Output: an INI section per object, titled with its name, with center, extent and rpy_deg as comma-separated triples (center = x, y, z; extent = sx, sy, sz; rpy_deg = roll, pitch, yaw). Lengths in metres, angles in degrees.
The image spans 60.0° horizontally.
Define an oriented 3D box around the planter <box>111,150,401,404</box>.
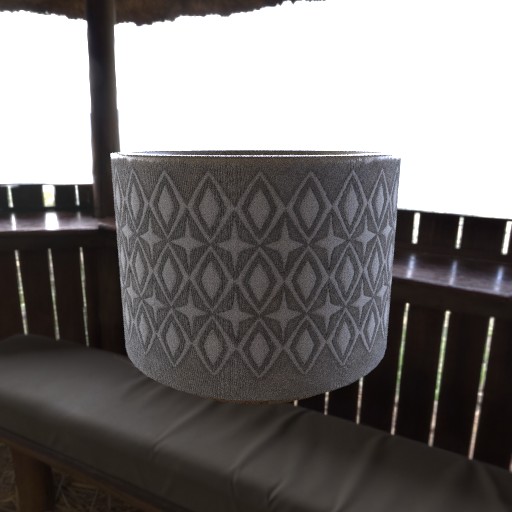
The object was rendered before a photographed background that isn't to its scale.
[planter]
center = 0.000, 0.000, 0.278
extent = 0.164, 0.127, 0.164
rpy_deg = 0, 14, 0
